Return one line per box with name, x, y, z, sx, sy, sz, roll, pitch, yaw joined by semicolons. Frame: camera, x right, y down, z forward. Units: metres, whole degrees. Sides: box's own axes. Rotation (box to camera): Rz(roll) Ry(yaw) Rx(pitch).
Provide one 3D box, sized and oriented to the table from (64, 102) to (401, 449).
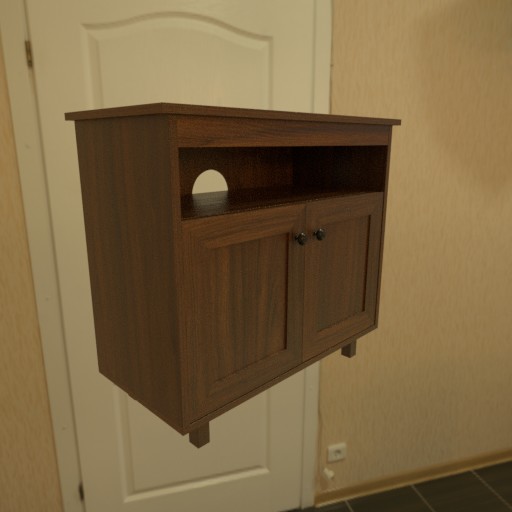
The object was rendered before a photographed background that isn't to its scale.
table;0.000;0.000;1.206;0.390;0.725;0.802;14;20;43
